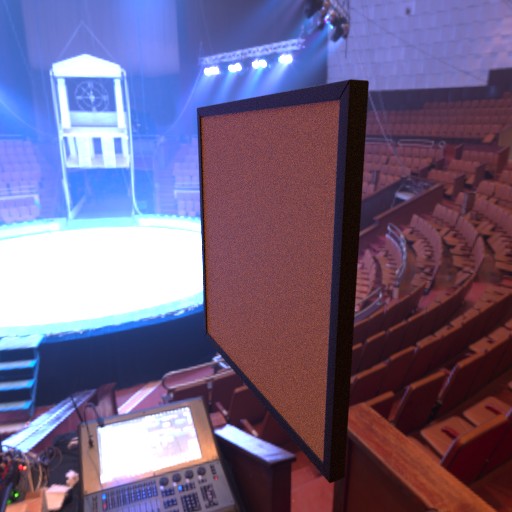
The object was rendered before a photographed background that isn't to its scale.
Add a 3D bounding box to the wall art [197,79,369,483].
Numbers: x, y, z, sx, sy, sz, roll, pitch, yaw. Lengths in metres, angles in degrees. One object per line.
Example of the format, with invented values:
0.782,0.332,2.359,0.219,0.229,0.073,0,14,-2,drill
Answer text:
0.000,0.000,1.134,0.037,0.763,0.763,-7,16,-25,wall art
